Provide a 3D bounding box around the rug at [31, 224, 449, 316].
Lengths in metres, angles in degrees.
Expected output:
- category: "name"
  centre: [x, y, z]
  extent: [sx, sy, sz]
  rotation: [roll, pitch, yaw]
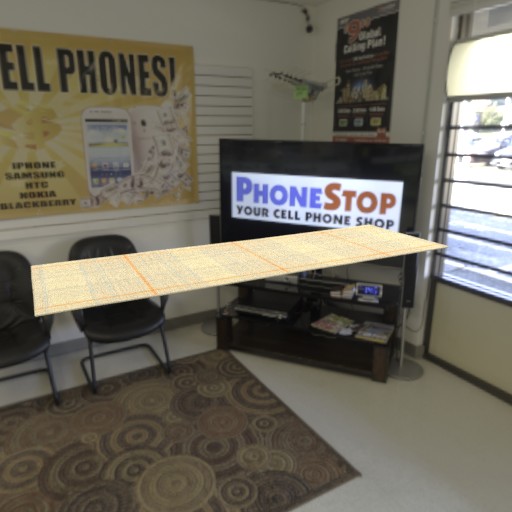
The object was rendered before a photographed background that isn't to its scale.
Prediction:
- category: "rug"
  centre: [0.000, 0.000, 2.689]
  extent: [2.442, 0.016, 0.770]
  rotation: [-8, 18, -26]
